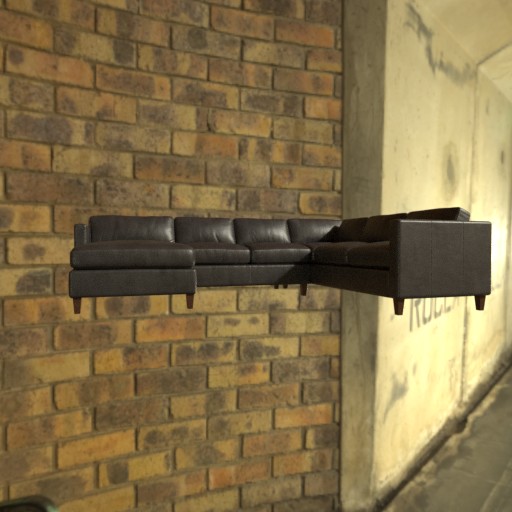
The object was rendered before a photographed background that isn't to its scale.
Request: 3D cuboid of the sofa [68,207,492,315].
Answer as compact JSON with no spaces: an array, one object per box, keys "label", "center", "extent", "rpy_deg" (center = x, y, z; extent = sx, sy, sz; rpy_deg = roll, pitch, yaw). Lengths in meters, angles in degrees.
[{"label":"sofa","center":[0.000,0.000,4.309],"extent":[3.324,0.891,2.452],"rpy_deg":[0,1,-19]}]
